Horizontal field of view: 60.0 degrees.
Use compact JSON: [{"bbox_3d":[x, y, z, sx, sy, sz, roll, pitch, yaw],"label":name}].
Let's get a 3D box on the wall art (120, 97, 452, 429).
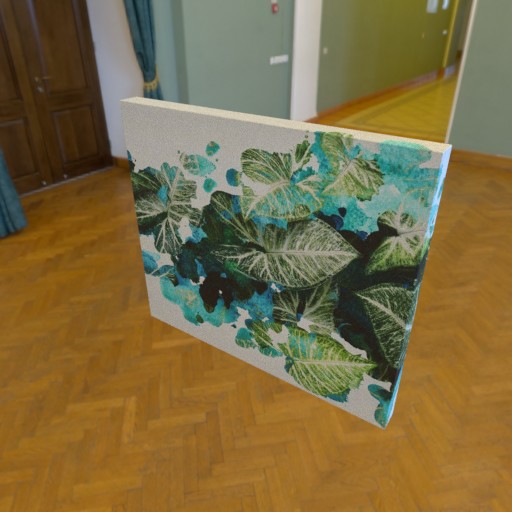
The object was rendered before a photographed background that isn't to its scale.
[{"bbox_3d":[0.000,0.000,0.714,0.507,0.435,0.041,19,35,29],"label":"wall art"}]
